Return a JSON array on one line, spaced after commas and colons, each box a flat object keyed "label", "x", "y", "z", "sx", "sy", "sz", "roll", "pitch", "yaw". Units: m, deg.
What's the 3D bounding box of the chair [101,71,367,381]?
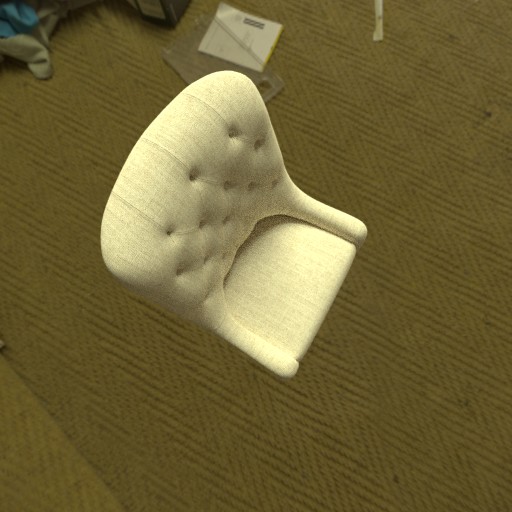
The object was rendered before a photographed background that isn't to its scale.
[{"label": "chair", "x": 0.000, "y": 0.000, "z": 1.510, "sx": 0.629, "sy": 1.091, "sz": 0.634, "roll": 28, "pitch": 78, "yaw": 7}]
